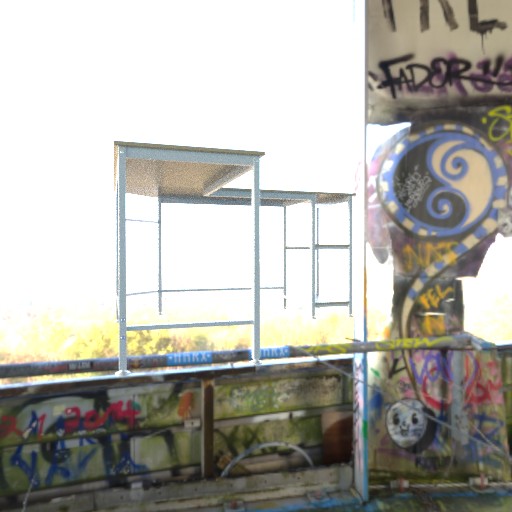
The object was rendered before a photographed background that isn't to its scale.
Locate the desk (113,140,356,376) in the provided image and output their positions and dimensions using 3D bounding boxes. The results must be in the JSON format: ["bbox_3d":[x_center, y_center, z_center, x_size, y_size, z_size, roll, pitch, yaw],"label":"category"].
[{"bbox_3d":[0.000,0.000,2.251,1.379,0.739,1.379,0,1,-18],"label":"desk"}]
